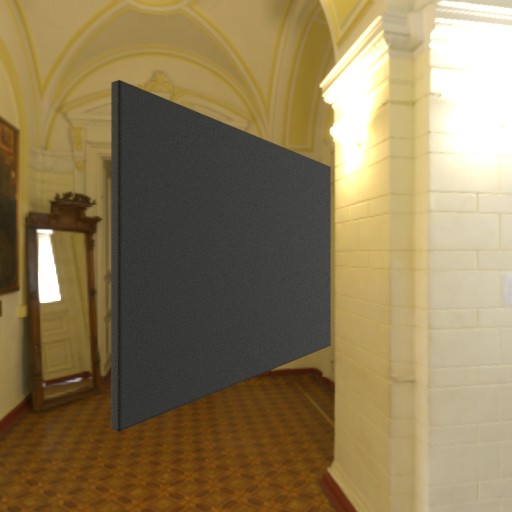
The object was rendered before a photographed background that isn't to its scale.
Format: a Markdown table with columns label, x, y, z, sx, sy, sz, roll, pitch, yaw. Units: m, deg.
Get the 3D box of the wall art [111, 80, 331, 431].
| label | x | y | z | sx | sy | sz | roll | pitch | yaw |
| --- | --- | --- | --- | --- | --- | --- | --- | --- | --- |
| wall art | 0.000 | 0.000 | 1.239 | 0.049 | 0.659 | 0.964 | 0 | 0 | 35 |
